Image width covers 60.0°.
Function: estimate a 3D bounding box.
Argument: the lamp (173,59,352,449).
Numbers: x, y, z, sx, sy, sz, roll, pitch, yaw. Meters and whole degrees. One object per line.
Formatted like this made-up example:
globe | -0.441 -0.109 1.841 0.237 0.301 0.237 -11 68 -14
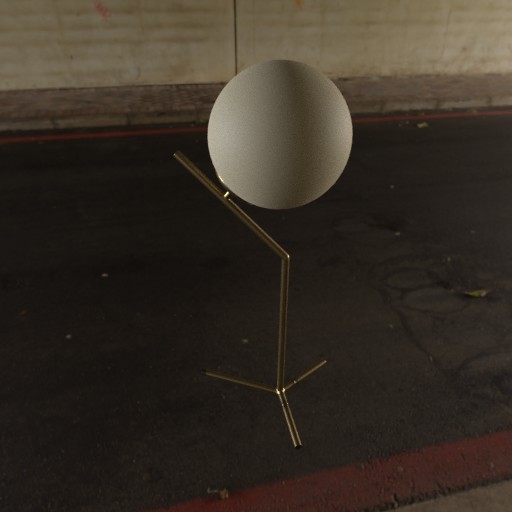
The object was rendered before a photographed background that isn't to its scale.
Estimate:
lamp | 0.000 0.000 0.677 0.251 0.552 0.210 10 31 16
